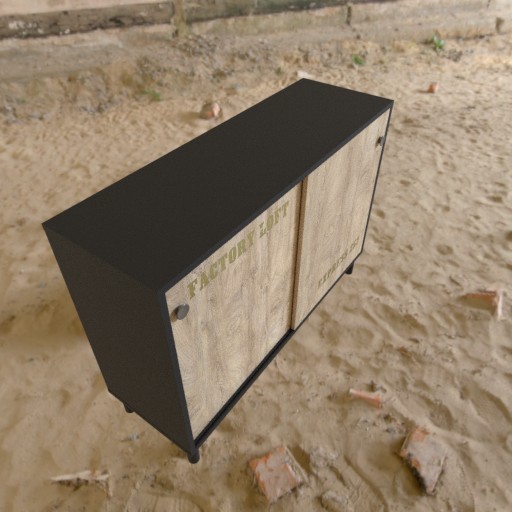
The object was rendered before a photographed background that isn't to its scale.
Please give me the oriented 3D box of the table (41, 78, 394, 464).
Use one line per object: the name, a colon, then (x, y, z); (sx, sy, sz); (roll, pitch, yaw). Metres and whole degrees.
table: (0.000, 0.000, 1.619); (0.400, 0.855, 1.200); (26, 47, 26)
